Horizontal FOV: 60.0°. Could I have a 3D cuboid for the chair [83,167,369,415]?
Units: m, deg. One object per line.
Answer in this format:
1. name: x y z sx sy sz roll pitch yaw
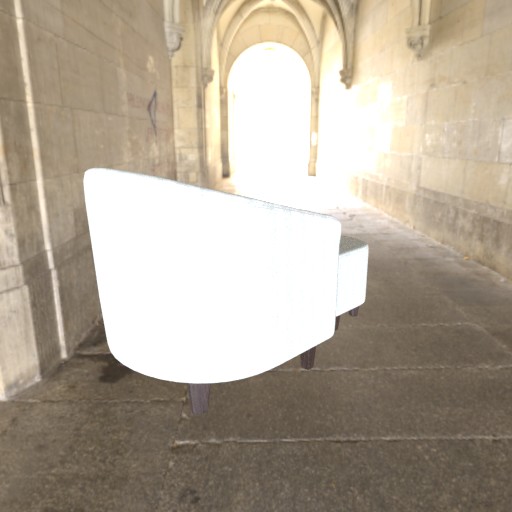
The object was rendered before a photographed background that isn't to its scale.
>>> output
1. chair: 0.000 0.000 1.791 0.756 0.757 1.288 14 20 43
